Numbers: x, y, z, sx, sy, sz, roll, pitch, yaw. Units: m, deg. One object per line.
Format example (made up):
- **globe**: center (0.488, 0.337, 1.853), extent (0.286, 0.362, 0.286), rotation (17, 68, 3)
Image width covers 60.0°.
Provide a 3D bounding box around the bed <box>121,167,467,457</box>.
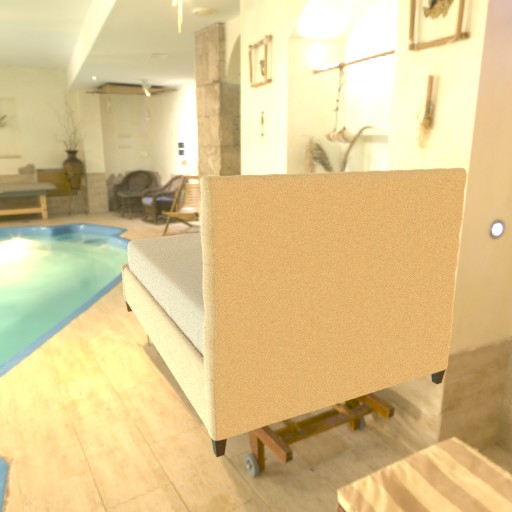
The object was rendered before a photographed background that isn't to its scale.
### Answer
- **bed**: center (0.000, 0.000, 3.471), extent (1.698, 1.427, 2.387), rotation (-7, 16, -26)
